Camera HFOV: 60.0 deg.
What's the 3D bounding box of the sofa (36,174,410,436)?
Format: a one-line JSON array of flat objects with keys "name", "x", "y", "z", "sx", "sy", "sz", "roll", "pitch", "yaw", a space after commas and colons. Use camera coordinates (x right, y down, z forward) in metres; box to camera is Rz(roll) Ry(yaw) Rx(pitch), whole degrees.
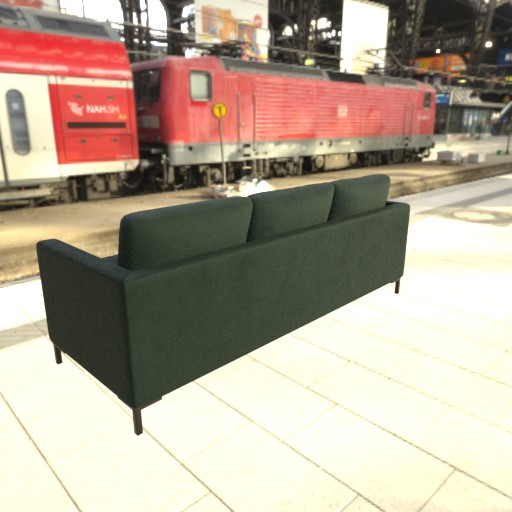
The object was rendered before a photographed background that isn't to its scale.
[{"name": "sofa", "x": 0.000, "y": 0.000, "z": 2.672, "sx": 0.859, "sy": 0.870, "sz": 2.218, "roll": 16, "pitch": 23, "yaw": 42}]
